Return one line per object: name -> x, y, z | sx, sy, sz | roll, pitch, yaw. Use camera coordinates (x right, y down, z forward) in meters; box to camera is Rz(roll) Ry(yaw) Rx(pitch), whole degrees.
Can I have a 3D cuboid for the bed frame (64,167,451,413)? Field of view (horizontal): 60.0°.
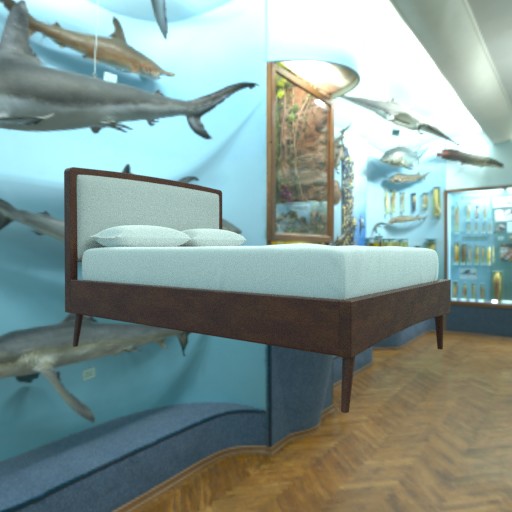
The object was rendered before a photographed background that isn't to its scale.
bed frame -> 0.000, 0.000, 3.083 | 2.171, 1.279, 1.587 | 1, 1, 37
